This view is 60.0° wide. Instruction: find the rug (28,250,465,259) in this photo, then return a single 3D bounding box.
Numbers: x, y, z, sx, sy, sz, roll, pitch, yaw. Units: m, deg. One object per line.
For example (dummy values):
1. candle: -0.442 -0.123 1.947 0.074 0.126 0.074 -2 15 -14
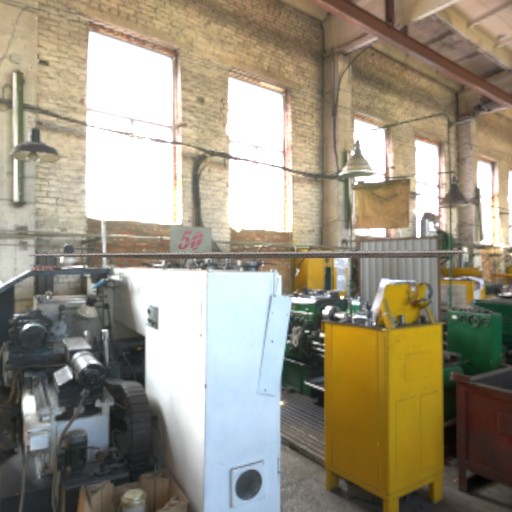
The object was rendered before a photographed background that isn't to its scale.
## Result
1. rug: 0.000 0.000 3.066 2.431 0.012 1.536 0 -1 17
